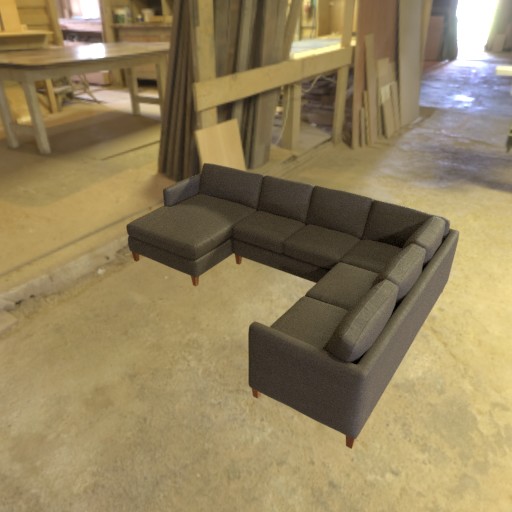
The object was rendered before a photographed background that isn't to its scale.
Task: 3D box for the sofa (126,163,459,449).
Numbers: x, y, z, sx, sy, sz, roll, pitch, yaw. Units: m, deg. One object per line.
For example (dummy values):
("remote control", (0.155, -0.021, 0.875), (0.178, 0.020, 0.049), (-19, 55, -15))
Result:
("sofa", (0.000, 0.000, 4.685), (3.460, 0.961, 2.594), (19, 35, 30))
